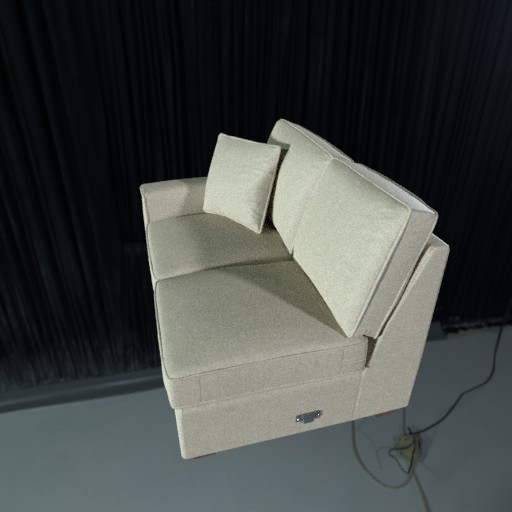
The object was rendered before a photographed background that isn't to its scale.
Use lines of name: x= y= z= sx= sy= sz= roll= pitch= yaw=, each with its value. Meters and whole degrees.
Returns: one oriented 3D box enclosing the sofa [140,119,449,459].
sofa: x=0.000 y=0.000 z=2.087 sx=0.991 sy=0.989 sz=1.388 roll=-8 pitch=32 yaw=-13
